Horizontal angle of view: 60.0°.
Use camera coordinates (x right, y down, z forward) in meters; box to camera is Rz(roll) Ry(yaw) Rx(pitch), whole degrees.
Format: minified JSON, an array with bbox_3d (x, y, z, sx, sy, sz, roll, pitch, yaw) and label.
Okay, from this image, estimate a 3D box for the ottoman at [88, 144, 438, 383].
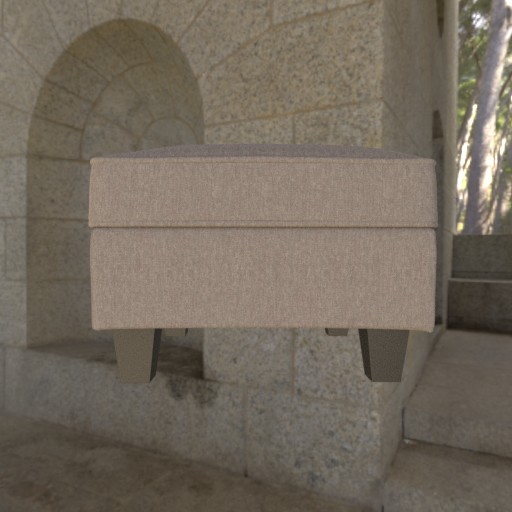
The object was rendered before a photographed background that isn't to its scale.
[{"bbox_3d":[0.000,0.000,1.409,0.871,0.612,0.808,0,1,-1],"label":"ottoman"}]
